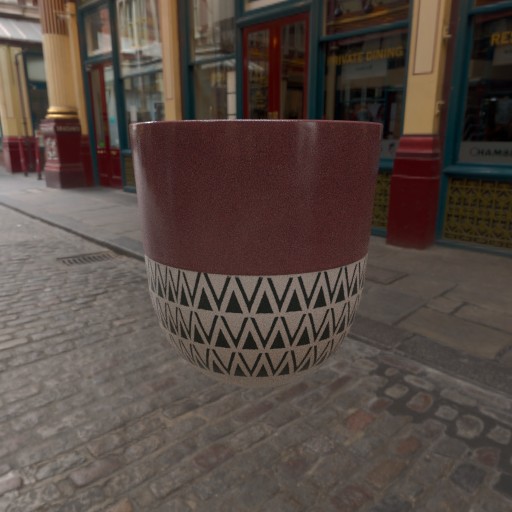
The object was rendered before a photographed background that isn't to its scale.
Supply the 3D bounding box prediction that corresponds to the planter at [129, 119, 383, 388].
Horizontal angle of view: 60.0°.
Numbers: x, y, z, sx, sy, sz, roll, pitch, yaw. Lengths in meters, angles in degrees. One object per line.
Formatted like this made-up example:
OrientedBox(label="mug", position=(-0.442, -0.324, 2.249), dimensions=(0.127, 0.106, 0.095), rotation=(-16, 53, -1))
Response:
OrientedBox(label="planter", position=(0.000, 0.000, 0.379), dimensions=(0.195, 0.214, 0.195), rotation=(0, 14, 0))
